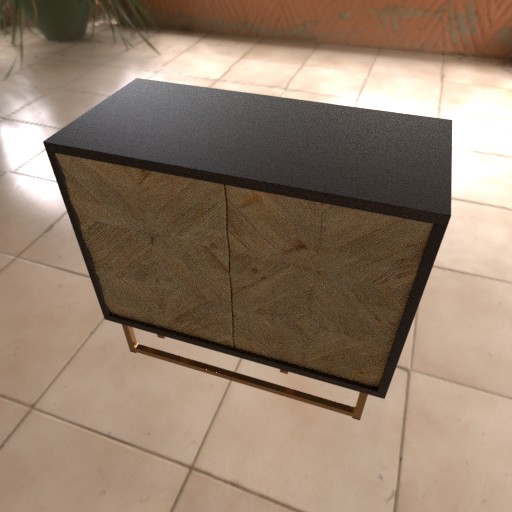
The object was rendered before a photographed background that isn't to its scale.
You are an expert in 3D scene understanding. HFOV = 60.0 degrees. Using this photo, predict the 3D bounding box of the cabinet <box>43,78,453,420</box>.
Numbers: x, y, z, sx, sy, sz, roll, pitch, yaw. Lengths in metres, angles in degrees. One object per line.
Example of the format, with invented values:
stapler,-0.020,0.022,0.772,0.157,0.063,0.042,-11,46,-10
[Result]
cabinet,0.000,0.000,1.417,0.950,0.860,0.451,13,43,14
